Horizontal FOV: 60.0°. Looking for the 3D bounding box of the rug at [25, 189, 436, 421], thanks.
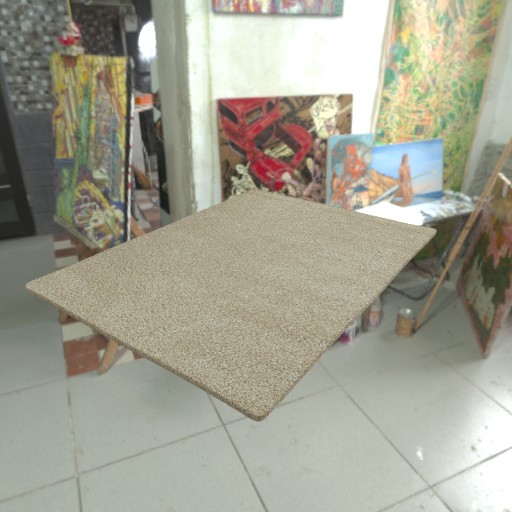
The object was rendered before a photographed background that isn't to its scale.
[{"bbox_3d":[0.000,0.000,2.074,1.199,0.025,1.600,18,31,32],"label":"rug"}]
